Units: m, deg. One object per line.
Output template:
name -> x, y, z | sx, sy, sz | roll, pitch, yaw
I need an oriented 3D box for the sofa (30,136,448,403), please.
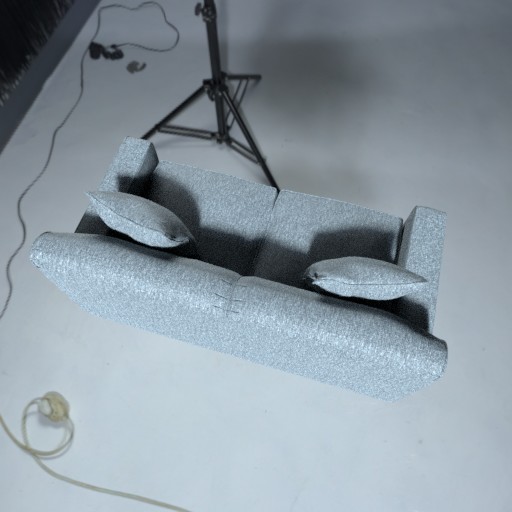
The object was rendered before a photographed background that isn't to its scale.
sofa -> 0.000, 0.000, 2.404 | 1.846, 0.958, 0.998 | 15, 65, 7
